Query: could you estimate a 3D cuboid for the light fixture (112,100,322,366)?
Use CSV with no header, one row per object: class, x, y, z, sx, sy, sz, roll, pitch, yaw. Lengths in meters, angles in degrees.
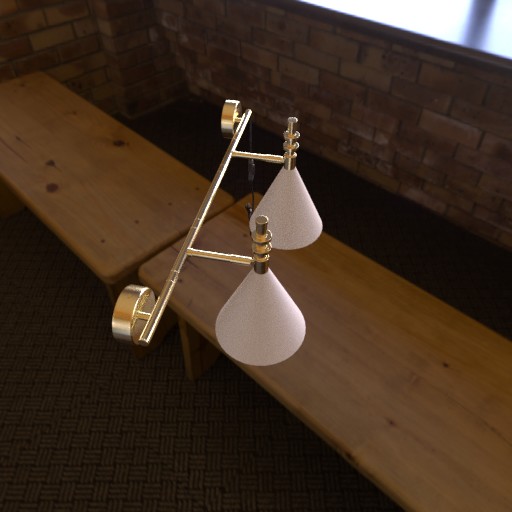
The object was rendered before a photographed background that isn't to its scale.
light fixture,0.000,0.000,0.878,0.239,0.468,0.642,9,47,8
